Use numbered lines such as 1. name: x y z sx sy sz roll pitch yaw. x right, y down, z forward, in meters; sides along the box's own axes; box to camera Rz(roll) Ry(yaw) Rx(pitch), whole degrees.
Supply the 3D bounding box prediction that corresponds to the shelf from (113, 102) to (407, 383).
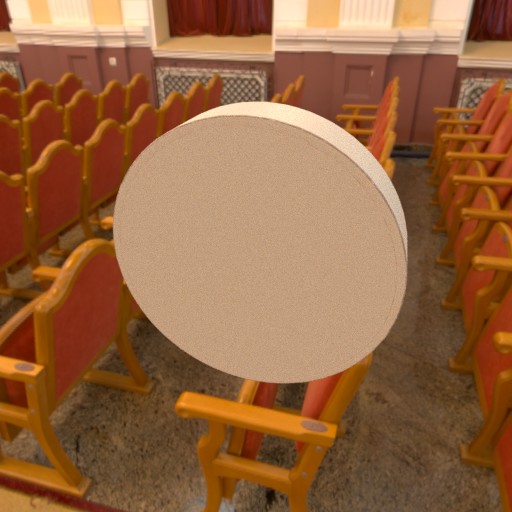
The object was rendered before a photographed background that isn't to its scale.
1. shelf: 0.000 0.000 1.248 0.806 0.807 0.158 8 31 14
